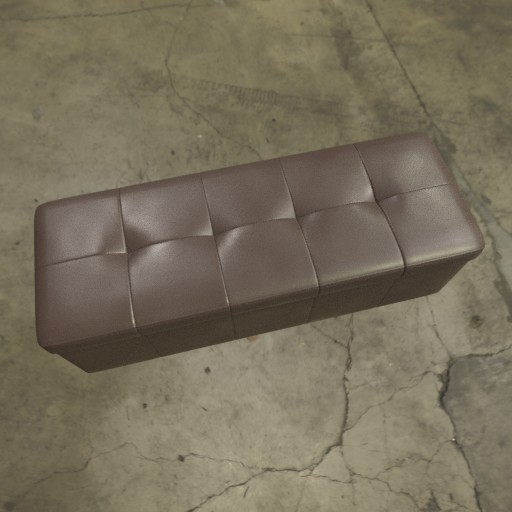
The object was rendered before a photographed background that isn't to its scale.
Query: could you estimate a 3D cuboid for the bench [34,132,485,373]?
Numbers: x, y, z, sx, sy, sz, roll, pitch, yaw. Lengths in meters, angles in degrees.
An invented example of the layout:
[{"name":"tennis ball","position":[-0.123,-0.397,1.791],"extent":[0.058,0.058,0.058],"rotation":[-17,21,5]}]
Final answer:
[{"name":"bench","position":[0.000,0.000,1.411],"extent":[1.219,0.417,0.450],"rotation":[-12,64,-6]}]
